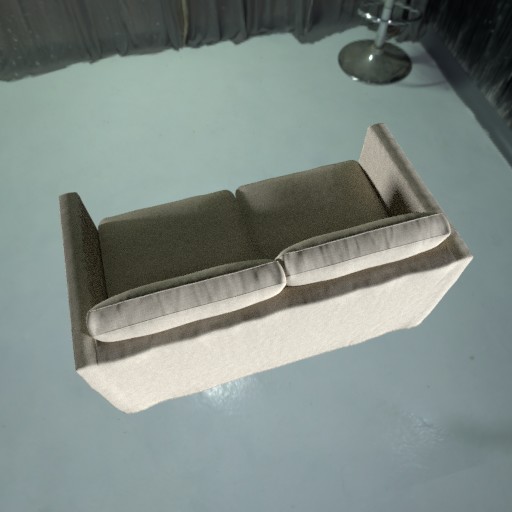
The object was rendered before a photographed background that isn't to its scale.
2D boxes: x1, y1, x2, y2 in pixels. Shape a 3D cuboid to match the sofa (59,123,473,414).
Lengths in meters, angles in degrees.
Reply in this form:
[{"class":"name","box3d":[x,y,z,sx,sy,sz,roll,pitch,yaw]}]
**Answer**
[{"class":"sofa","box3d":[0.000,0.000,2.293,1.766,0.828,0.956,-15,59,-9]}]
